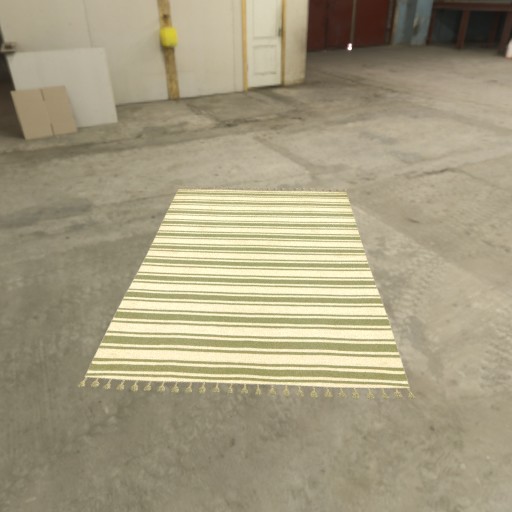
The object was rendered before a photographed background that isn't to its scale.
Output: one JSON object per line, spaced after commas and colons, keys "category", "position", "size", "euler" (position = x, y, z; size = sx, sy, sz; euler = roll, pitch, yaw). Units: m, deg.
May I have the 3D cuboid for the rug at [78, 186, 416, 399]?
{"category": "rug", "position": [0.000, 0.000, 3.039], "size": [1.540, 0.018, 2.435], "euler": [1, 31, 2]}
